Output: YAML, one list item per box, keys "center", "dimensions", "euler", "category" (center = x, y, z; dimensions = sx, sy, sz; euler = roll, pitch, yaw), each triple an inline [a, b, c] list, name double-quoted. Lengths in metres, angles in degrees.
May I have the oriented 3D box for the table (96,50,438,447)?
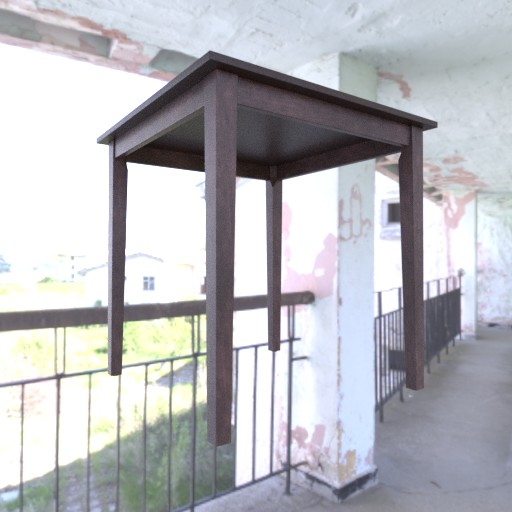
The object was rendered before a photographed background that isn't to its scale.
- center: [0.000, 0.000, 1.357]
  dimensions: [0.749, 0.770, 0.749]
  euler: [0, -1, -35]
  category: "table"
